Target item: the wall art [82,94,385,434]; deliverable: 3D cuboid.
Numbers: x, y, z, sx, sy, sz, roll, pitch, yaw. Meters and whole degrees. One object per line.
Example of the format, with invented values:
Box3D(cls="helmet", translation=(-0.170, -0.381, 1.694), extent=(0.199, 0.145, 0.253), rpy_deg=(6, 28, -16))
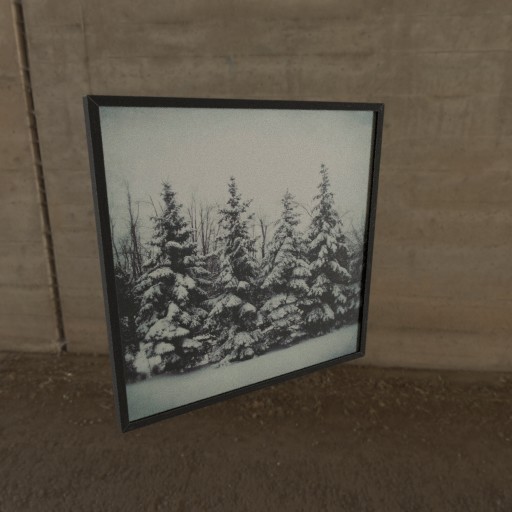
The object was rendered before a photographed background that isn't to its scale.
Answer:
Box3D(cls="wall art", translation=(0.000, 0.000, 0.761), extent=(0.506, 0.506, 0.036), rpy_deg=(-9, 19, -28))
